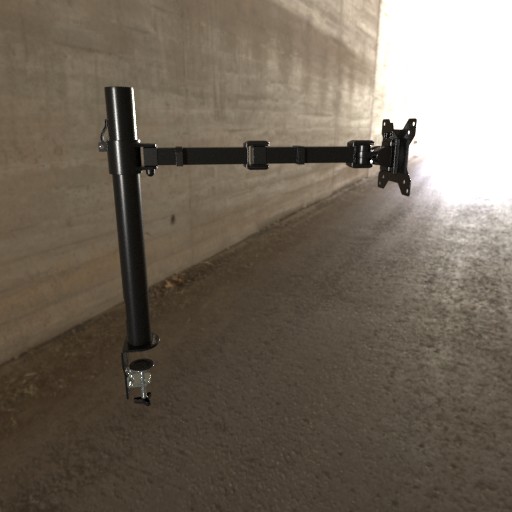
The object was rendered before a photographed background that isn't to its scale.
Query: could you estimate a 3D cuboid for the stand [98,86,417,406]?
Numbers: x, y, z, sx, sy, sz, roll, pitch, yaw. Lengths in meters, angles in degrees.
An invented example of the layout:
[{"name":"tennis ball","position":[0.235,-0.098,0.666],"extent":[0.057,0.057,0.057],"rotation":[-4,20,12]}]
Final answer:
[{"name":"stand","position":[0.000,0.000,0.722],"extent":[0.456,0.510,0.115],"rotation":[-3,17,-9]}]
